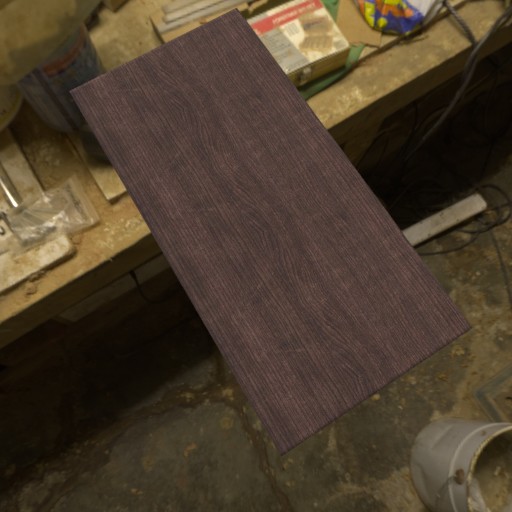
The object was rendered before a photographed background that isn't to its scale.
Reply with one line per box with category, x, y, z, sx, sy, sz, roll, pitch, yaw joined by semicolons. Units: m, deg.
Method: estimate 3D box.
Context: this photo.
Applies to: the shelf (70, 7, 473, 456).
shelf;0.000;0.000;1.203;0.390;0.786;0.790;-31;77;-8
